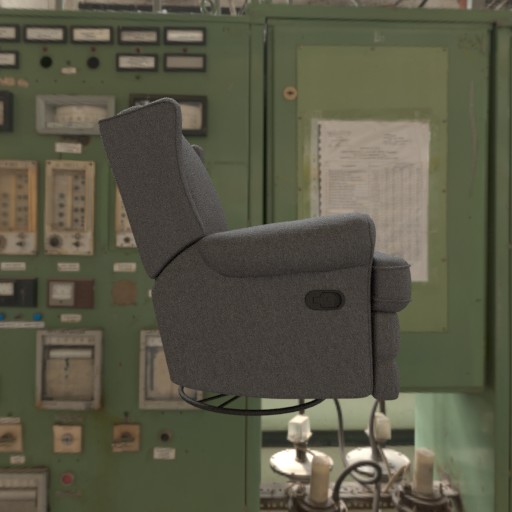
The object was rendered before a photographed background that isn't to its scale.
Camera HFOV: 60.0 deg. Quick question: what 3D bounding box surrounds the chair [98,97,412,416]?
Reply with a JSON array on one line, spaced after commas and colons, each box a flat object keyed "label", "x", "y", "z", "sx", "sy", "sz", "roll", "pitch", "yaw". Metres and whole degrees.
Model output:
[{"label": "chair", "x": 0.000, "y": 0.000, "z": 1.680, "sx": 0.969, "sy": 1.011, "sz": 0.847, "roll": 0, "pitch": 1, "yaw": 0}]
